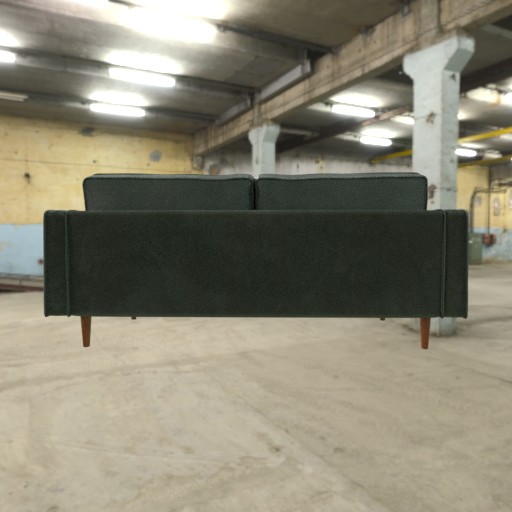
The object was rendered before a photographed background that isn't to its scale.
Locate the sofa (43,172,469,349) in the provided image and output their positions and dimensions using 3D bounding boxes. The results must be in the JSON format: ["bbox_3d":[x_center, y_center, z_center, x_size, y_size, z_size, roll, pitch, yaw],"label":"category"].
[{"bbox_3d":[0.000,0.000,2.282,1.816,0.781,0.886,0,2,1],"label":"sofa"}]
